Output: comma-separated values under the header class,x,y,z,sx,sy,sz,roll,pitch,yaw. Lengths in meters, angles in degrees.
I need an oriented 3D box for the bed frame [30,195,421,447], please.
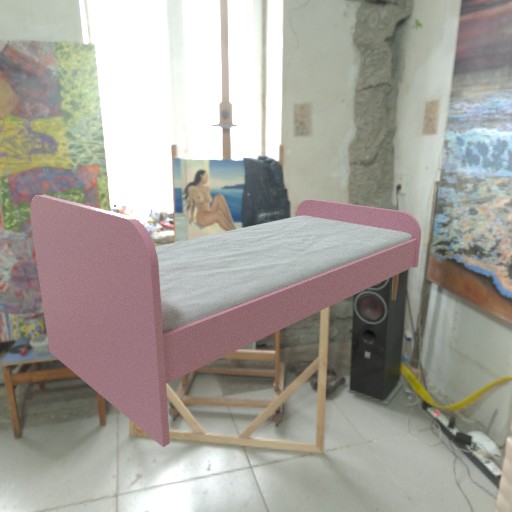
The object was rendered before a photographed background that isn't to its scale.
class,x,y,z,sx,sy,sz,roll,pitch,yaw
bed frame,0.000,0.000,2.466,0.998,0.805,1.963,15,22,42
